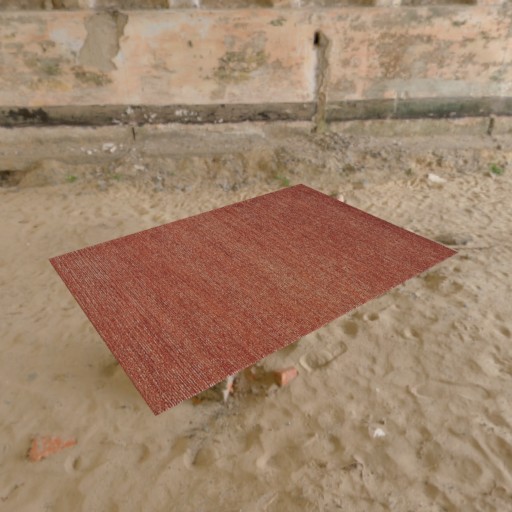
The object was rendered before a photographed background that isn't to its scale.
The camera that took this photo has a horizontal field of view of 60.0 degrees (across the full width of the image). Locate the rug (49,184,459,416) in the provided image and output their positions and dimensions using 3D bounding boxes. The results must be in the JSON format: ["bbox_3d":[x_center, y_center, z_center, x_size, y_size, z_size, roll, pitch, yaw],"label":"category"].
[{"bbox_3d":[0.000,0.000,5.236,3.965,0.025,2.803,-21,37,-31],"label":"rug"}]
